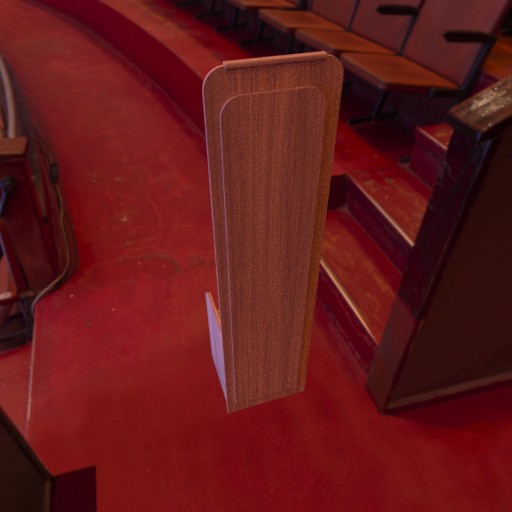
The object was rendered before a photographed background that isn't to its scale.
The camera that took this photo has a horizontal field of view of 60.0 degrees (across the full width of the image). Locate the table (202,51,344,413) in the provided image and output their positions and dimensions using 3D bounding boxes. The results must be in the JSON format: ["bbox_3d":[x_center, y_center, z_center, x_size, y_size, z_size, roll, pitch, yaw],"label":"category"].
[{"bbox_3d":[0.000,0.000,2.022,0.450,1.830,0.420,-12,42,-14],"label":"table"}]
